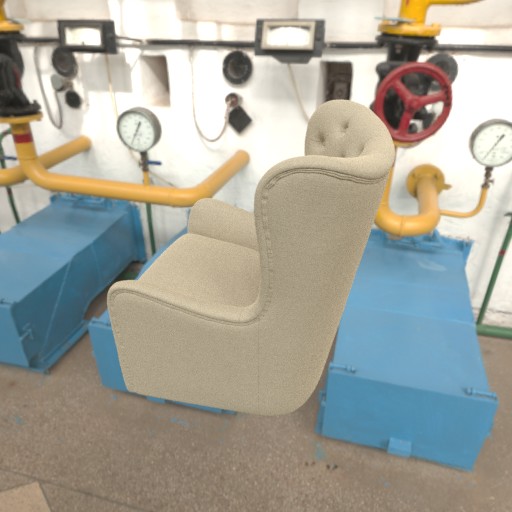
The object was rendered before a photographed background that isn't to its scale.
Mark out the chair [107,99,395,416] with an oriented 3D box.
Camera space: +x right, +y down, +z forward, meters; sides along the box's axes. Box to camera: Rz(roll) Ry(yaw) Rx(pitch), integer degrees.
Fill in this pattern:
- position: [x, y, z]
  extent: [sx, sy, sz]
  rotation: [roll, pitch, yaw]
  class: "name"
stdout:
- position: [0.000, 0.000, 1.760]
  extent: [0.929, 1.079, 0.831]
  rotation: [8, 31, 14]
  class: "chair"
